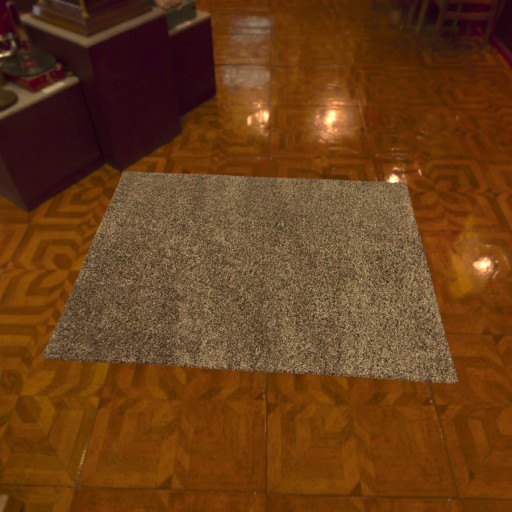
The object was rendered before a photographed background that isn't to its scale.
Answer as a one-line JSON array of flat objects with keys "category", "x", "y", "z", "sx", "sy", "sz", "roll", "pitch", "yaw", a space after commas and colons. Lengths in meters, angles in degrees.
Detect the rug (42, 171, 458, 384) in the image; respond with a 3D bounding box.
[{"category": "rug", "x": 0.000, "y": 0.000, "z": 2.106, "sx": 1.601, "sy": 0.025, "sz": 1.198, "roll": 3, "pitch": 47, "yaw": 3}]
